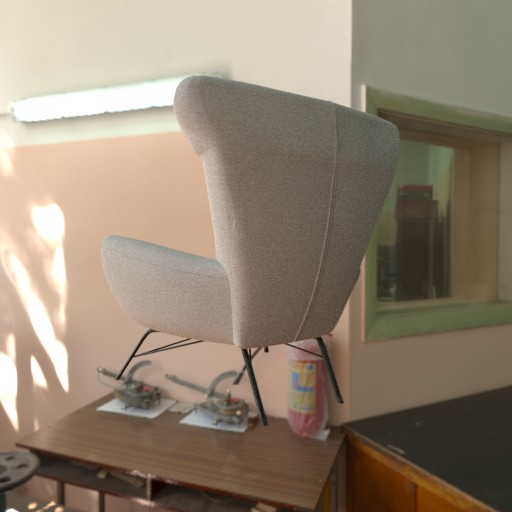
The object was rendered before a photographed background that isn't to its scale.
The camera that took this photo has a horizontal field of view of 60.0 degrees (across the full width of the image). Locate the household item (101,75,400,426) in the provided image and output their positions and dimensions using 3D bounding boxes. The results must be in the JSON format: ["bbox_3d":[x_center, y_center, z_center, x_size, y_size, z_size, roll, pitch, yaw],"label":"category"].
[{"bbox_3d":[0.000,0.000,1.742,0.980,1.050,0.900,-1,2,-36],"label":"household item"}]
